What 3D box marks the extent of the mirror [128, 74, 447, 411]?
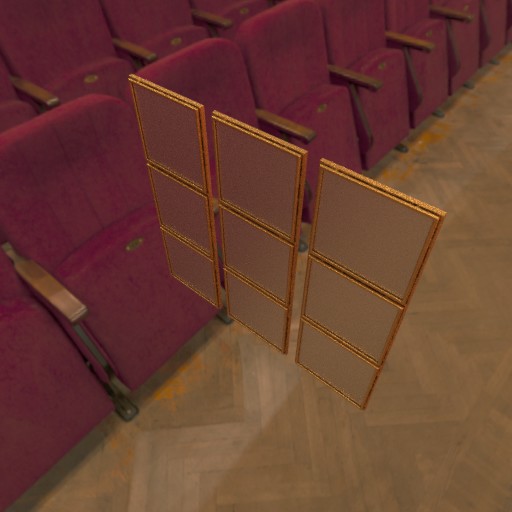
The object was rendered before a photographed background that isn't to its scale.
[{"bbox_3d":[0.000,0.000,1.470,1.011,0.926,0.023,31,54,26],"label":"mirror"}]
